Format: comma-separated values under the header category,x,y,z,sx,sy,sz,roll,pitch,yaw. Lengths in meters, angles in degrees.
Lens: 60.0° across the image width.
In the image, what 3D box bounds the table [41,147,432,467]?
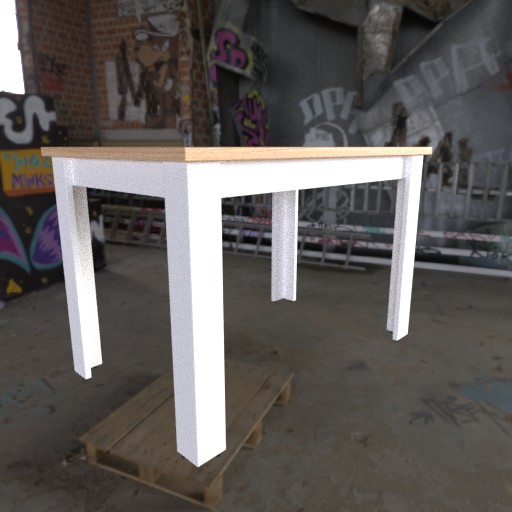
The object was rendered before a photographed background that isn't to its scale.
category,x,y,z,sx,sy,sz,roll,pitch,yaw
table,0.000,0.000,1.538,0.700,0.734,1.100,13,19,43
